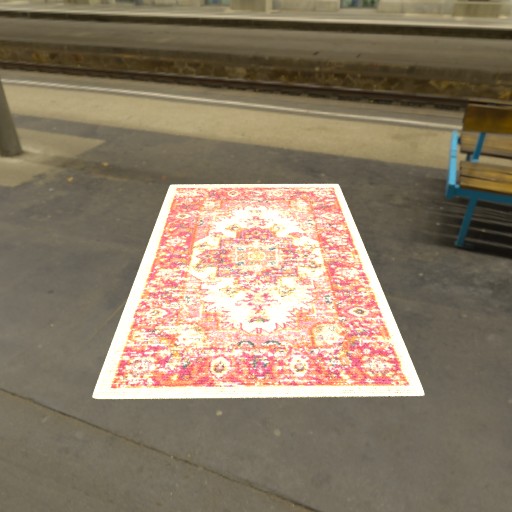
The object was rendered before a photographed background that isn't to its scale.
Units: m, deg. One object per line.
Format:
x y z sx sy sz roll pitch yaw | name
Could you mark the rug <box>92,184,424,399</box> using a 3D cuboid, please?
0.000 0.000 1.100 0.556 0.004 0.868 0 33 -1 | rug
